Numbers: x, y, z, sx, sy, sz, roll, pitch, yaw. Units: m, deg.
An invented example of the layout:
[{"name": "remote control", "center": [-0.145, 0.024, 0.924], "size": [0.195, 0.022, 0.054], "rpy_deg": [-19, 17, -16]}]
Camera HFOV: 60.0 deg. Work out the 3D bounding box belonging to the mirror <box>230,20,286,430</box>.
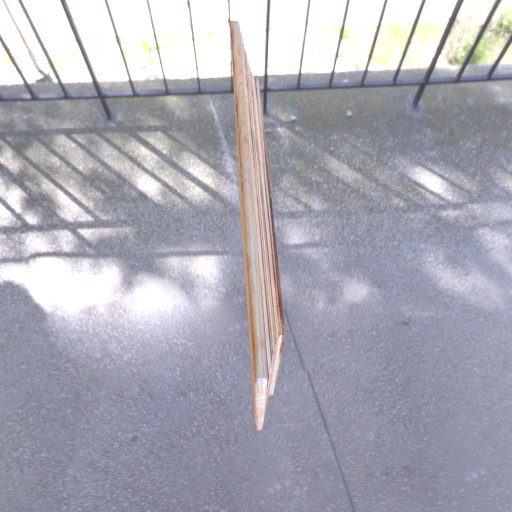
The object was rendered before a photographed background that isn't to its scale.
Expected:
[{"name": "mirror", "center": [0.000, 0.000, 1.192], "size": [0.061, 0.804, 0.804], "rpy_deg": [-4, 64, -2]}]
